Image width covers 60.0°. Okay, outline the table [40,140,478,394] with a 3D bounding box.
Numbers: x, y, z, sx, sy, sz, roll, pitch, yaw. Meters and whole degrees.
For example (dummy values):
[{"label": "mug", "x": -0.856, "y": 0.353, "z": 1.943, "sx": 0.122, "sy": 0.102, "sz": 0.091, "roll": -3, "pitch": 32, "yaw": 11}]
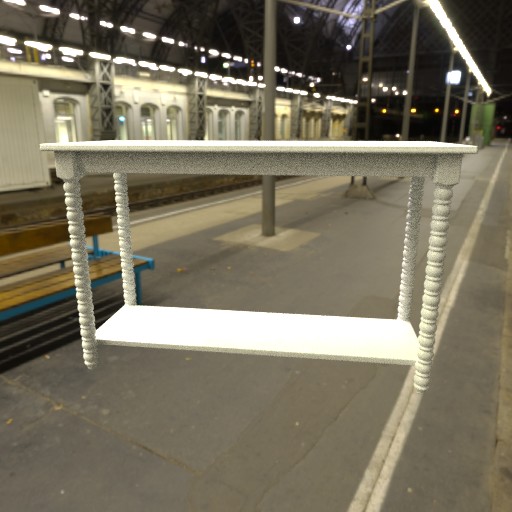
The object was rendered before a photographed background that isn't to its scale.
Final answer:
[{"label": "table", "x": 0.000, "y": 0.000, "z": 1.493, "sx": 1.184, "sy": 0.740, "sz": 0.459, "roll": 2, "pitch": 16, "yaw": 8}]
